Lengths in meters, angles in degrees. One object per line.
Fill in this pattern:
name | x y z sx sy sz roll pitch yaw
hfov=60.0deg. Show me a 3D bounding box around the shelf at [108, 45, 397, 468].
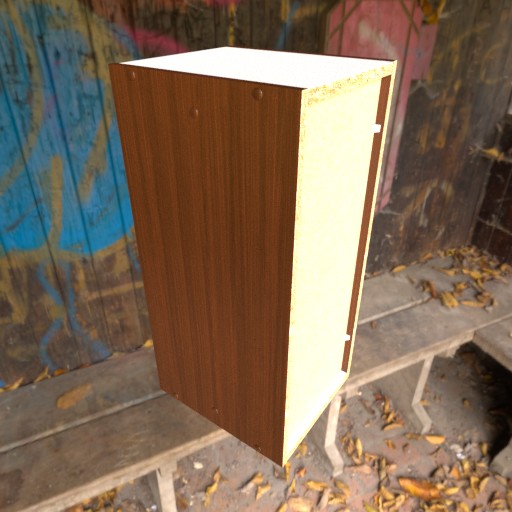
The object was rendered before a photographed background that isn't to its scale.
shelf | 0.000 0.000 0.741 0.290 0.600 0.253 21 37 30
